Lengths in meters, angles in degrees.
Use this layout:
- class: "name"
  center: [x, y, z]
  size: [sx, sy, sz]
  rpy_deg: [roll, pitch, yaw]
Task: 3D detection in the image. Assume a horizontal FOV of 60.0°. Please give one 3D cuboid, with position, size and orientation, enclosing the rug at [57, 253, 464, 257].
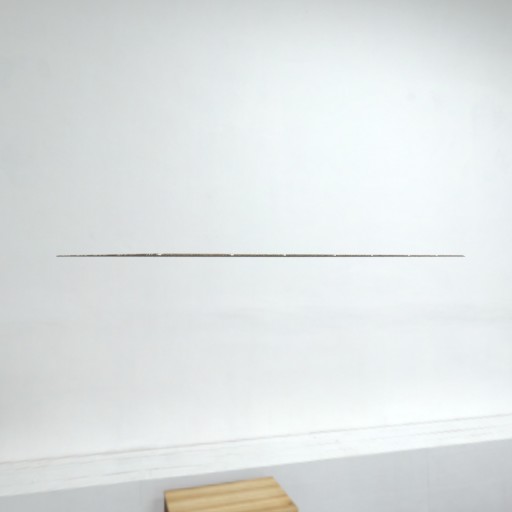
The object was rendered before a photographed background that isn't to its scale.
- class: "rug"
  center: [0.000, 0.000, 4.246]
  size: [3.062, 0.012, 2.457]
  rpy_deg: [0, 0, -36]
